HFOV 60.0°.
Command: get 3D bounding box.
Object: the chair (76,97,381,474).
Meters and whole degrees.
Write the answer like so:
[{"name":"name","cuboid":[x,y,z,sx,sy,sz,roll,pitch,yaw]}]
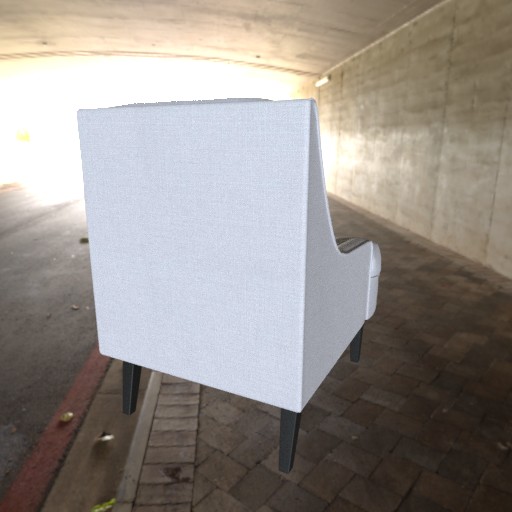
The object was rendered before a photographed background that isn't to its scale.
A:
[{"name":"chair","cuboid":[0.000,0.000,1.408,0.658,0.891,0.772,8,17,27]}]
